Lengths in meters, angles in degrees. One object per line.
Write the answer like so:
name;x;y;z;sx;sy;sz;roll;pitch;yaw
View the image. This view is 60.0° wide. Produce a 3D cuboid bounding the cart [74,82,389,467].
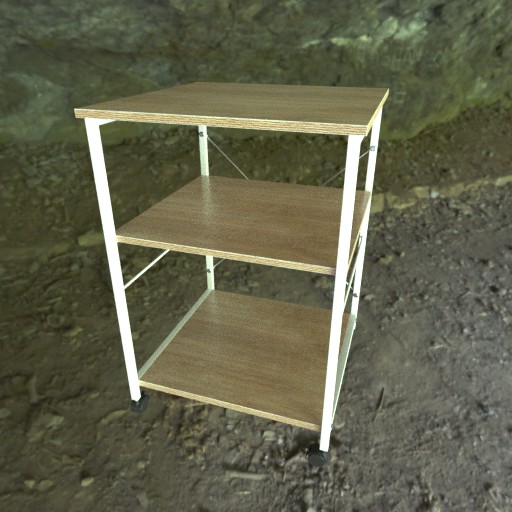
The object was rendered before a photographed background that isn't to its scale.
cart;0.000;0.000;1.120;0.521;0.762;0.520;8;28;16
